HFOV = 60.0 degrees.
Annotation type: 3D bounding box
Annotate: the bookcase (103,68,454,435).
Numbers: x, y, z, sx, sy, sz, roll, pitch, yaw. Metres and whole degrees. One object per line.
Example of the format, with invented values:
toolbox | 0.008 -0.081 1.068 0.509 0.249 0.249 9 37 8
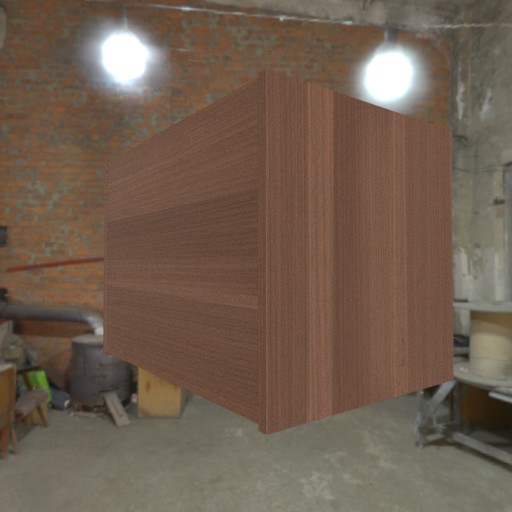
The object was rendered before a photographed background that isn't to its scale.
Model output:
bookcase | 0.000 0.000 0.621 0.290 0.305 0.415 1 -1 -37
